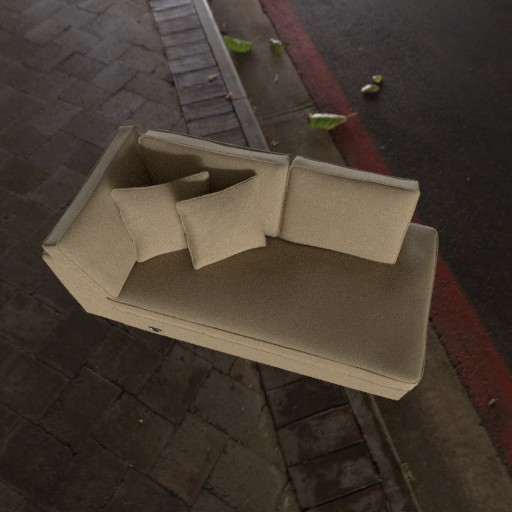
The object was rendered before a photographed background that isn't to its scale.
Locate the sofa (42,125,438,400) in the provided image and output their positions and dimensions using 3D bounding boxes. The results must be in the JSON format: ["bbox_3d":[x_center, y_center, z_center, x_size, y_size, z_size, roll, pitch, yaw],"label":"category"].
[{"bbox_3d":[0.000,0.000,2.839,2.237,1.033,1.110,14,60,8],"label":"sofa"}]
